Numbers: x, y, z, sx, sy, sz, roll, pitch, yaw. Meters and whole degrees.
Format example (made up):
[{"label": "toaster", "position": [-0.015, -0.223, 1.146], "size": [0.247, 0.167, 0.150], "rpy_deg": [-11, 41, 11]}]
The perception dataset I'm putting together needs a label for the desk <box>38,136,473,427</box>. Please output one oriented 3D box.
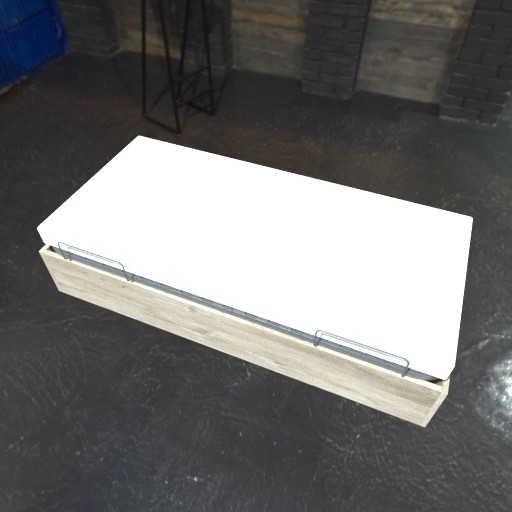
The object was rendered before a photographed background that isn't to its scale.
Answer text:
[{"label": "desk", "position": [0.000, 0.000, 2.216], "size": [1.900, 0.455, 0.900], "rpy_deg": [17, 49, 15]}]
